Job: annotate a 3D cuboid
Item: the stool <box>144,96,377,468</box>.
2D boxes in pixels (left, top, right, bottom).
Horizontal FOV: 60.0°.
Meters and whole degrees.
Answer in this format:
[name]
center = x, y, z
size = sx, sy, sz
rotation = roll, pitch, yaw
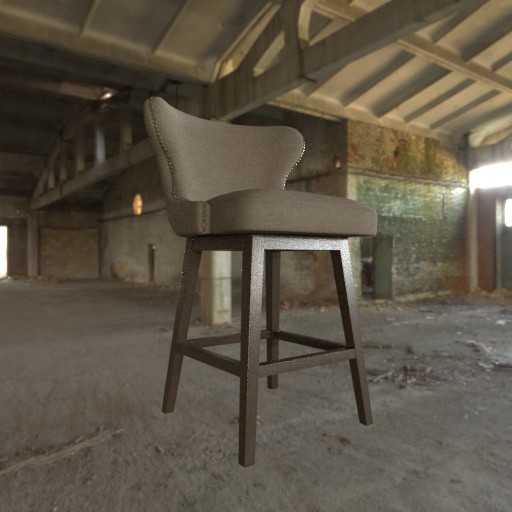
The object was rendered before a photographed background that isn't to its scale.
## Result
[stool]
center = 0.000, 0.000, 1.361
size = 0.615, 0.972, 0.597
rotation = 0, 0, -36
